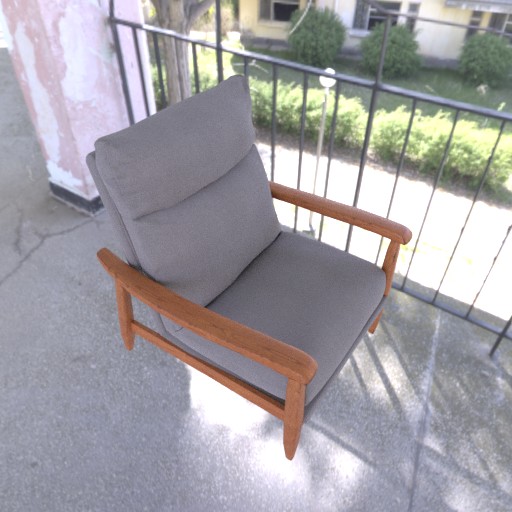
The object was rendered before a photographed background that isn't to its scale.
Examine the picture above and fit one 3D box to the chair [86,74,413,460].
[{"bbox_3d":[0.000,0.000,1.505,0.816,0.922,0.782,25,47,26],"label":"chair"}]
